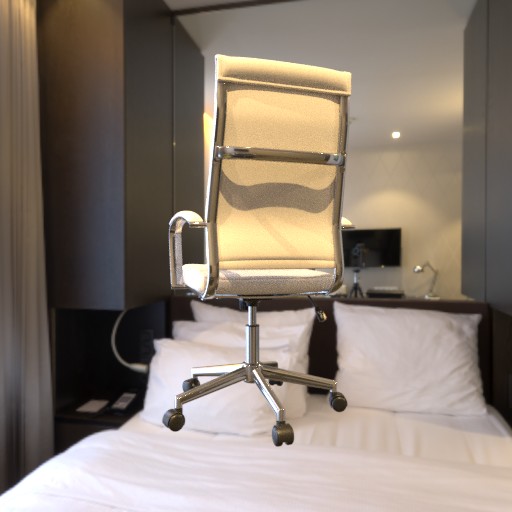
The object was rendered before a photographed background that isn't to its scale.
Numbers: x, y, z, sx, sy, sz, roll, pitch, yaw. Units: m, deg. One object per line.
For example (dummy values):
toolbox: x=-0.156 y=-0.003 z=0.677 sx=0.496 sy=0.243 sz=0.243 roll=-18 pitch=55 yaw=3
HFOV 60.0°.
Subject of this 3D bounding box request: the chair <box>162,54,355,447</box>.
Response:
chair: x=0.000 y=0.000 z=1.611 sx=0.679 sy=1.149 sz=0.679 roll=0 pitch=0 yaw=-17
